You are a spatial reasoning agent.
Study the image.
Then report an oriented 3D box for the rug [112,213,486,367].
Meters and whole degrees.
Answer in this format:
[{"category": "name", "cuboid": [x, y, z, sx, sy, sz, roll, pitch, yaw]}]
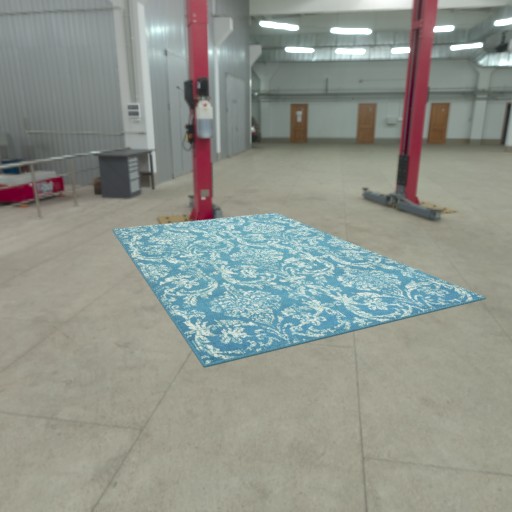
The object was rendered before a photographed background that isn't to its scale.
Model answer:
[{"category": "rug", "cuboid": [0.000, 0.000, 3.520, 1.816, 0.018, 2.746, -8, 19, -24]}]
